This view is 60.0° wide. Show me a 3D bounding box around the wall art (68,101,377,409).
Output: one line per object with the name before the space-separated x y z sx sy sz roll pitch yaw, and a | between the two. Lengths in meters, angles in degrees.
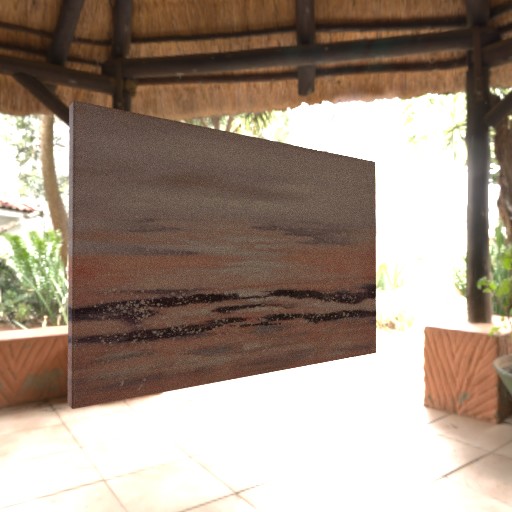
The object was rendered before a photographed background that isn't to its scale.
wall art | 0.000 0.000 1.152 0.913 0.609 0.038 1 -1 -36
